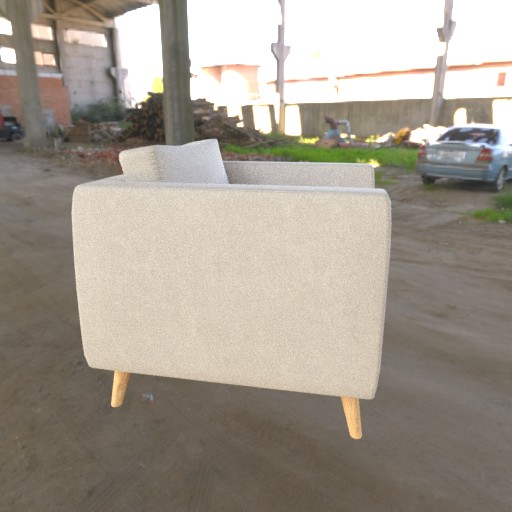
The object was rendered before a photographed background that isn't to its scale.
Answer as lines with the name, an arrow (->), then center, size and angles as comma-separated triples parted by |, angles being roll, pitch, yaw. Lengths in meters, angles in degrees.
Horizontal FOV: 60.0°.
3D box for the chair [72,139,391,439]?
chair -> 0.000, 0.000, 1.725 | 0.930, 0.860, 1.000 | 3, 17, 11
